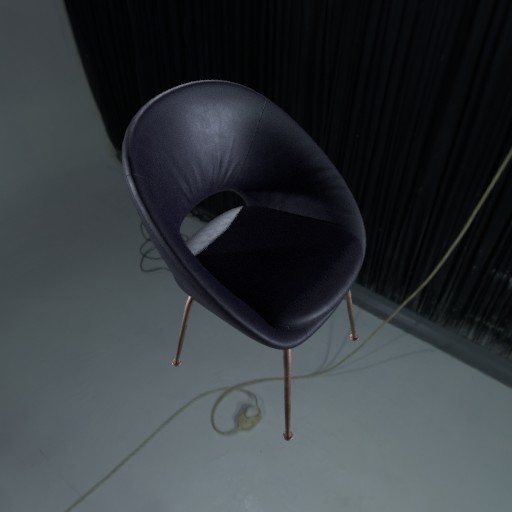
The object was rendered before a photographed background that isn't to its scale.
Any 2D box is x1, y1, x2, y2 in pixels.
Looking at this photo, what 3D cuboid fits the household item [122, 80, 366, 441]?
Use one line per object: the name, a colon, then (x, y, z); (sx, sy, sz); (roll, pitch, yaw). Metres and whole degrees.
household item: (0.000, 0.000, 1.285); (0.573, 0.852, 0.623); (25, 47, 26)
